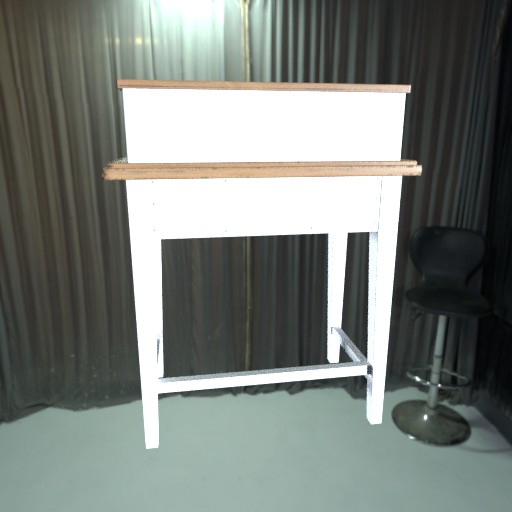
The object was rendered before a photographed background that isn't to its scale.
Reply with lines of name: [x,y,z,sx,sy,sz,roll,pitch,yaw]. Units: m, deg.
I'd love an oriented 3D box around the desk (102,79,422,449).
desk: [0.000,0.000,1.403,0.814,0.981,0.462,-2,15,-9]
